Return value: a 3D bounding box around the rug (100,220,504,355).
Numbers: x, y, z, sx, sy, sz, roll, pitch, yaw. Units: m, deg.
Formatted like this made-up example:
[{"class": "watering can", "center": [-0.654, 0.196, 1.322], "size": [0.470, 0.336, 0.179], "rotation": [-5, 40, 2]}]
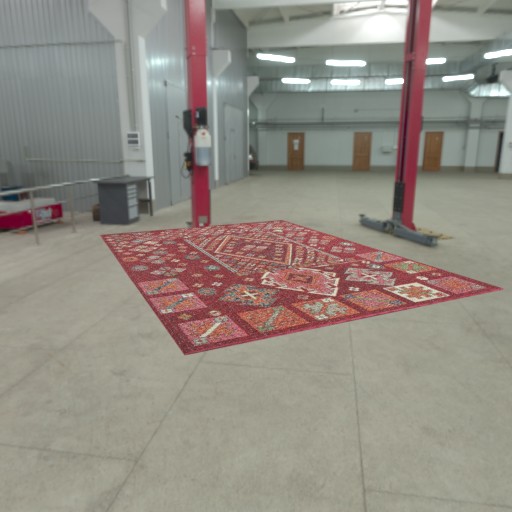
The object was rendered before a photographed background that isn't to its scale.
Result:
[{"class": "rug", "center": [0.000, 0.000, 2.738], "size": [1.579, 0.007, 2.184], "rotation": [-7, 16, -25]}]
